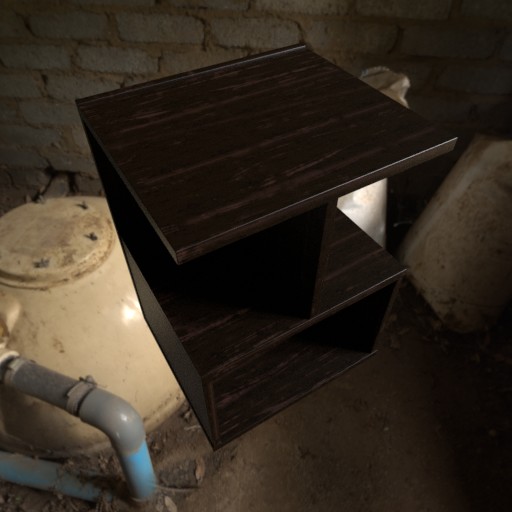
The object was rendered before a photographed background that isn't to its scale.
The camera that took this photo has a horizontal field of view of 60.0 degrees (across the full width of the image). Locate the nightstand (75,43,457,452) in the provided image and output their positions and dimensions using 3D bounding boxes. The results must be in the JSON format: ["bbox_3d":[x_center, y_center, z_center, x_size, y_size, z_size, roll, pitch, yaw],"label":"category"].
[{"bbox_3d":[0.000,0.000,0.813,0.400,0.559,0.356,-24,51,-21],"label":"nightstand"}]
